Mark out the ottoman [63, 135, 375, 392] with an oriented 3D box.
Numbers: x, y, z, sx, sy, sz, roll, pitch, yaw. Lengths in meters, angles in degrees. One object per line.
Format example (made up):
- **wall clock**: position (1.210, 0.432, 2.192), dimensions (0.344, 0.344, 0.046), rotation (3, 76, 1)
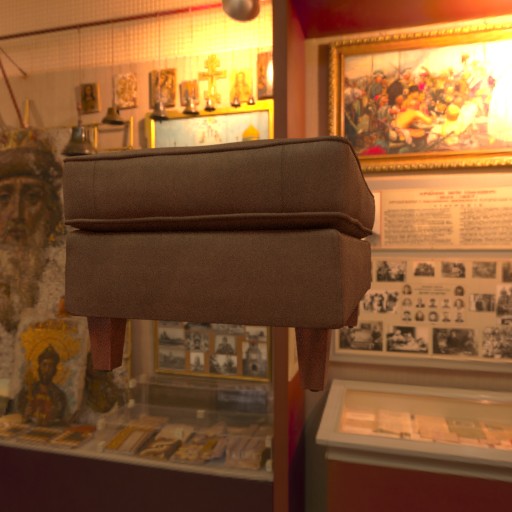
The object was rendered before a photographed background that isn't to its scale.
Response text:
- **ottoman**: position (0.000, 0.000, 1.203), dimensions (0.596, 0.481, 0.860), rotation (0, 1, 17)
